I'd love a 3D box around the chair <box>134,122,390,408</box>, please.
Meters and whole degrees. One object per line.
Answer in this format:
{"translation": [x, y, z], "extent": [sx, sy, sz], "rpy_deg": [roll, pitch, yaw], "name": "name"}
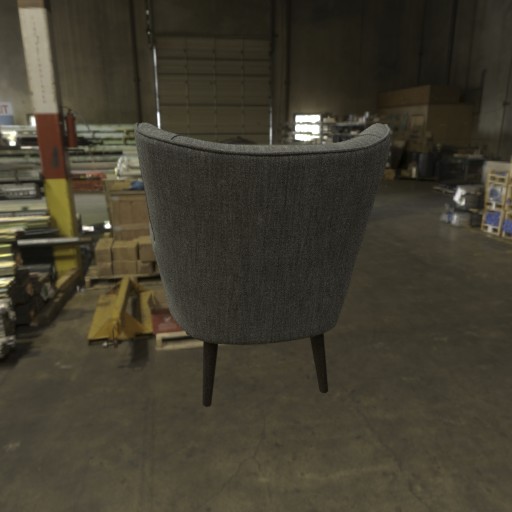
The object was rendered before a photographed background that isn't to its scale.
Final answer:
{"translation": [0.000, 0.000, 1.629], "extent": [0.781, 0.933, 0.888], "rpy_deg": [-3, 16, -11], "name": "chair"}
